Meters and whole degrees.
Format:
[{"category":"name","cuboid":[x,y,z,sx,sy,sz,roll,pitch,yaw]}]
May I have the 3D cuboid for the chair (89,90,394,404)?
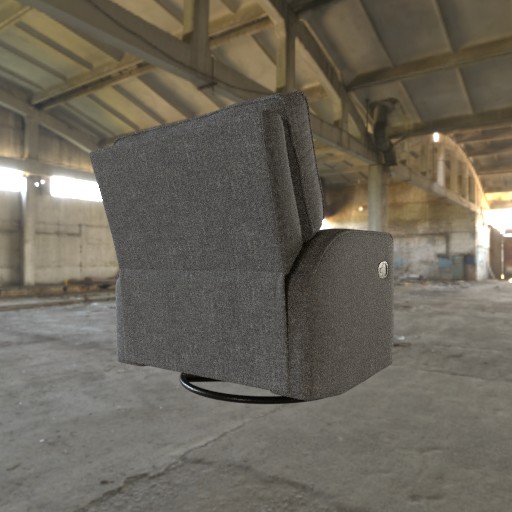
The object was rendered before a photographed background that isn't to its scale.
[{"category":"chair","cuboid":[0.000,0.000,1.704,0.861,0.962,0.964,0,-1,35]}]
